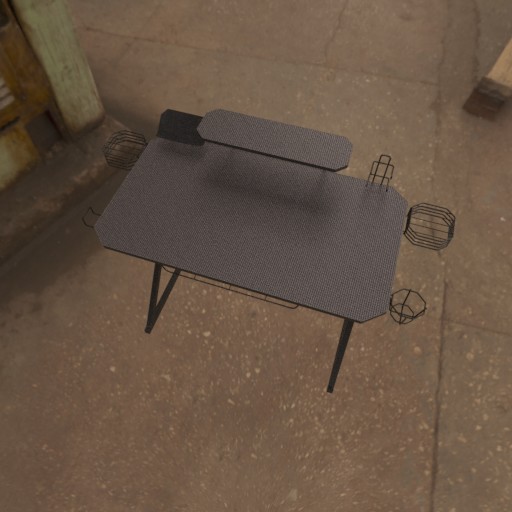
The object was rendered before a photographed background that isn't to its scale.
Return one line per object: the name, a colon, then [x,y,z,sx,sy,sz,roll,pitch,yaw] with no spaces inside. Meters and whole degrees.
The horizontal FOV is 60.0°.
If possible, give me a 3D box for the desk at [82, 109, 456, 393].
desk: [0.000,0.000,1.739,1.290,0.880,0.580,16,59,10]
